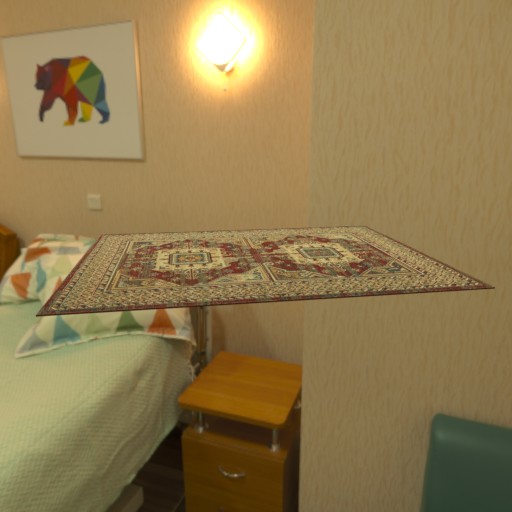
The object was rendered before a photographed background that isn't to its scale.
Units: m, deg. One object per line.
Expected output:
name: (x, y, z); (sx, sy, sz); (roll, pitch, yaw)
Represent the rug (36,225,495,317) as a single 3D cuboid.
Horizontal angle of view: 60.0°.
rug: (0.000, 0.000, 4.164); (3.197, 0.013, 2.381); (-3, 15, -9)
